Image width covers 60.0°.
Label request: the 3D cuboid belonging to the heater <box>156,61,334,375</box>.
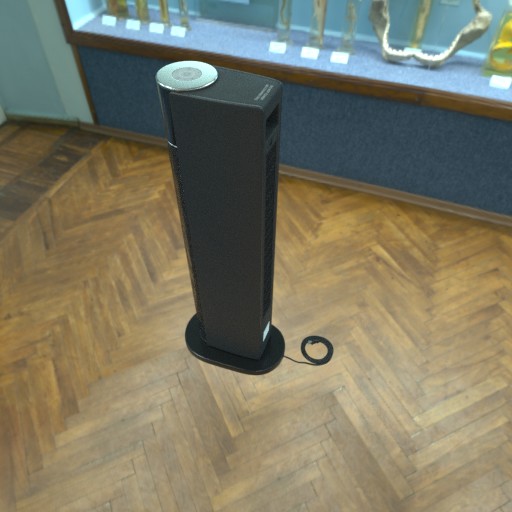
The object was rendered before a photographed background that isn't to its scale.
[{"bbox_3d":[0.000,0.000,1.068,0.458,0.856,0.214,17,50,15],"label":"heater"}]
